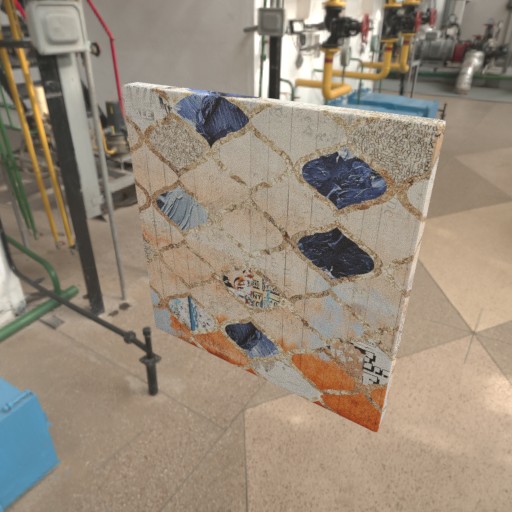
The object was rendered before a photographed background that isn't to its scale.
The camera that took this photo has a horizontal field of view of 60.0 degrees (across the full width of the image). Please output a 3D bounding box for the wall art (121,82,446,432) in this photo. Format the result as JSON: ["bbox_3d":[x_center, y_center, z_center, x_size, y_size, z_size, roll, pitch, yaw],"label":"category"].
[{"bbox_3d":[0.000,0.000,0.747,0.507,0.508,0.038,18,35,28],"label":"wall art"}]
